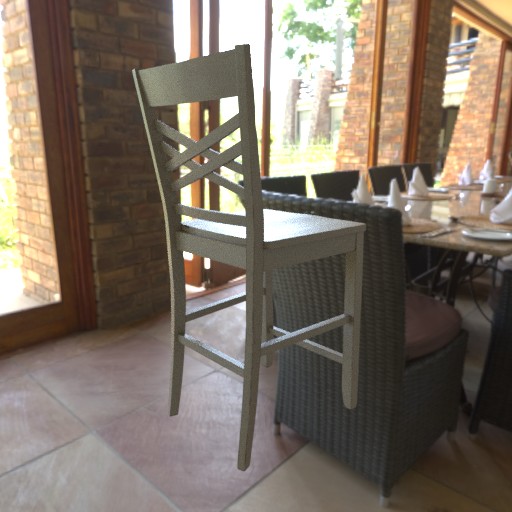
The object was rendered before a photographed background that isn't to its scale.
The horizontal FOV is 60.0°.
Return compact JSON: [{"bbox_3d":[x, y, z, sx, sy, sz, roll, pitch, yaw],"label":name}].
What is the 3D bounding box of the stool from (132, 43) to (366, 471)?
[{"bbox_3d":[0.000,0.000,1.371,0.539,1.079,0.462,-13,19,-42],"label":"stool"}]
